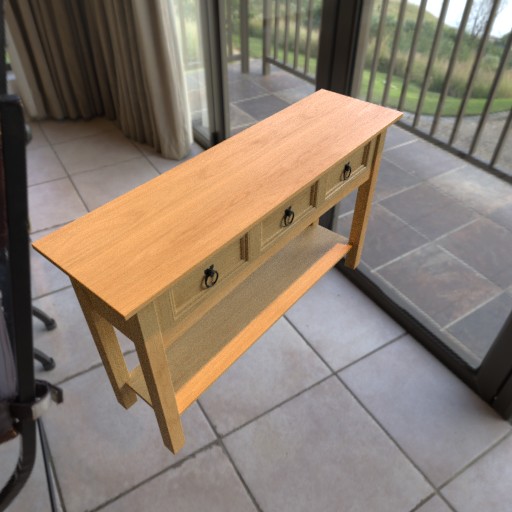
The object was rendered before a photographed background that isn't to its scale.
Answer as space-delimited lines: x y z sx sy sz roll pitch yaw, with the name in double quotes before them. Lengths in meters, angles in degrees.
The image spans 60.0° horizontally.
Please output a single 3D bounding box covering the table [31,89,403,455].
"table" 0.000 0.000 1.559 0.350 0.730 1.240 29 49 28
